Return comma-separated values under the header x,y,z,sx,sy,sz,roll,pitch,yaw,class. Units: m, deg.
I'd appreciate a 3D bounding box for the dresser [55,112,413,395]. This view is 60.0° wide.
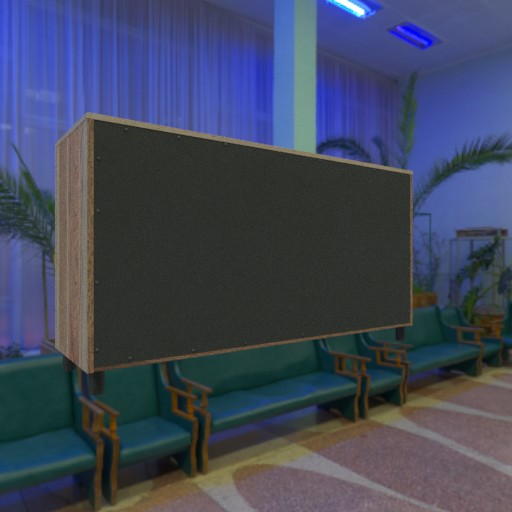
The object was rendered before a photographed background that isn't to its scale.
x,y,z,sx,sy,sz,roll,pitch,yaw,class
0.000,0.000,1.930,1.547,0.834,0.487,0,0,-35,dresser
